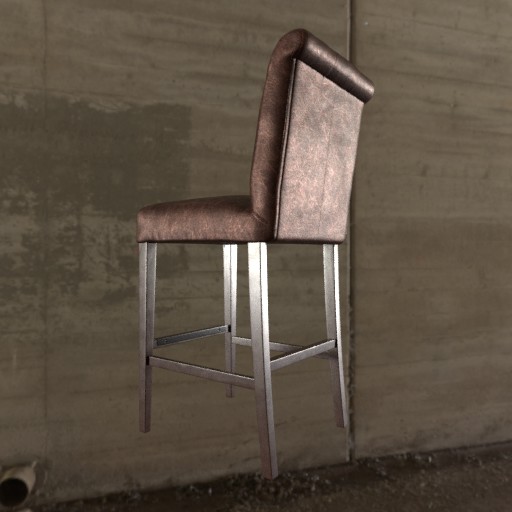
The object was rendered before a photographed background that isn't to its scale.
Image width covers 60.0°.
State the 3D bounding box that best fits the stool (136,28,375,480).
[{"bbox_3d":[0.000,0.000,1.470,0.659,1.168,0.483,0,1,37],"label":"stool"}]
